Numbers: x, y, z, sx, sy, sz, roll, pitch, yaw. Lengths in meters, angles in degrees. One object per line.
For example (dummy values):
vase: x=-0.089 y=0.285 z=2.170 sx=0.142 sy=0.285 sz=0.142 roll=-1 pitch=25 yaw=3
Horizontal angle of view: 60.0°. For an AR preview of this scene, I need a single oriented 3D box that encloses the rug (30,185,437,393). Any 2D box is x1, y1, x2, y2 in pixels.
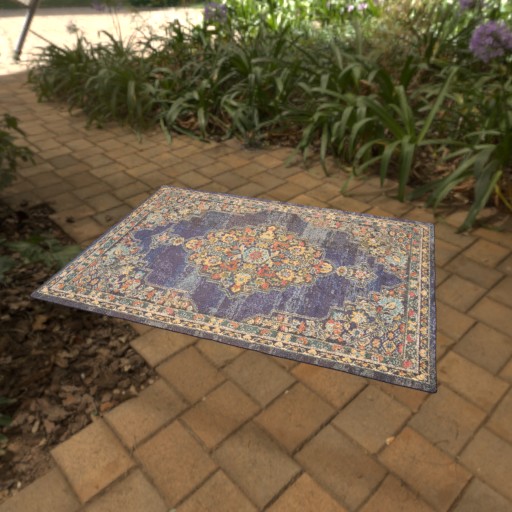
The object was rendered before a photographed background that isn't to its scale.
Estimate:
rug: x=0.000 y=0.000 z=2.901 sx=2.232 sy=0.009 sz=1.630 roll=10 pitch=35 yaw=15
